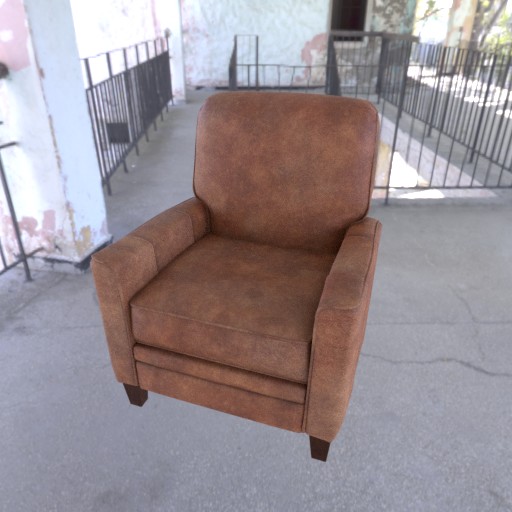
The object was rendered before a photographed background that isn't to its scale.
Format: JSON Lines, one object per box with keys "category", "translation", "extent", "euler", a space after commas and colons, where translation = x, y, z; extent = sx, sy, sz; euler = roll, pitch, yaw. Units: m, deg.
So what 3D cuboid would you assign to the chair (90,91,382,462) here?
{"category": "chair", "translation": [0.000, 0.000, 1.627], "extent": [0.843, 1.043, 0.836], "euler": [10, 30, 17]}
